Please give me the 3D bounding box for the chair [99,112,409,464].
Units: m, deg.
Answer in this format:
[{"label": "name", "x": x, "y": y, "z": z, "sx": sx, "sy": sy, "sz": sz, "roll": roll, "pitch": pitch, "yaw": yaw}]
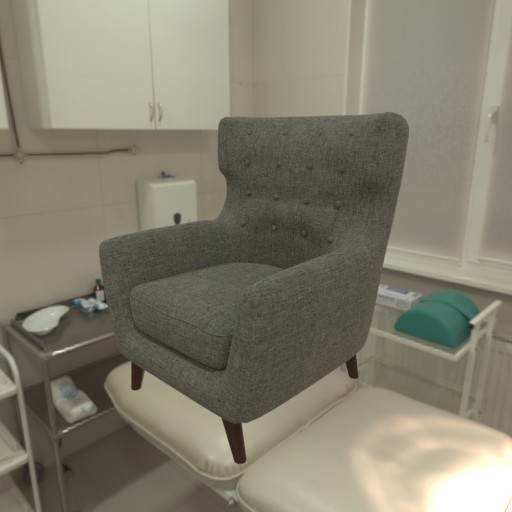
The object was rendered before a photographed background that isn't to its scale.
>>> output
[{"label": "chair", "x": 0.000, "y": 0.000, "z": 1.729, "sx": 0.878, "sy": 1.063, "sz": 0.904, "roll": 14, "pitch": 21, "yaw": 41}]
